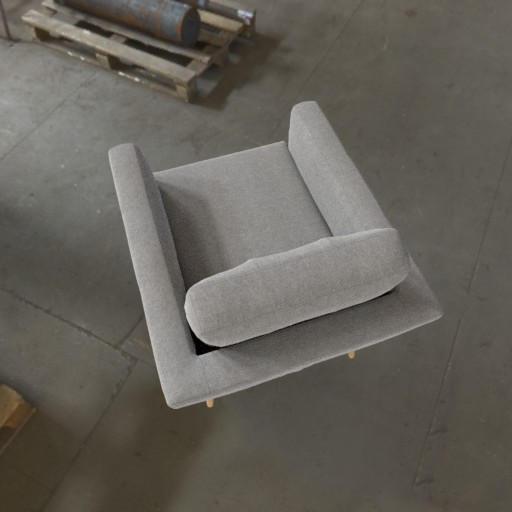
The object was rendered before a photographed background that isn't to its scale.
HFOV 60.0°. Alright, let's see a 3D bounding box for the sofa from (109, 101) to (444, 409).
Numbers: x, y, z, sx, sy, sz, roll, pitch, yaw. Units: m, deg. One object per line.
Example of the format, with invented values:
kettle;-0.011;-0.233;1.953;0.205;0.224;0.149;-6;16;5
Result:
sofa;0.000;0.000;1.502;0.770;0.860;0.920;-16;60;-10
